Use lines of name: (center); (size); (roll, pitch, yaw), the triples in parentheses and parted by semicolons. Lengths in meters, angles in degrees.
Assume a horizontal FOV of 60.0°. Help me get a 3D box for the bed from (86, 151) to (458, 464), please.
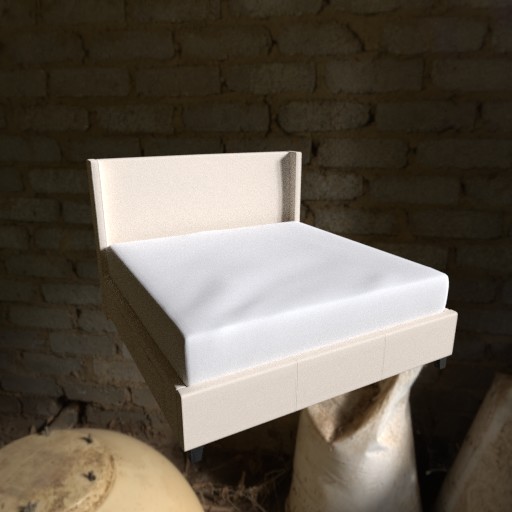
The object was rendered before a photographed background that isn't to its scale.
bed: (0.000, 0.000, 3.622); (2.145, 1.471, 2.293); (-9, 20, -27)
